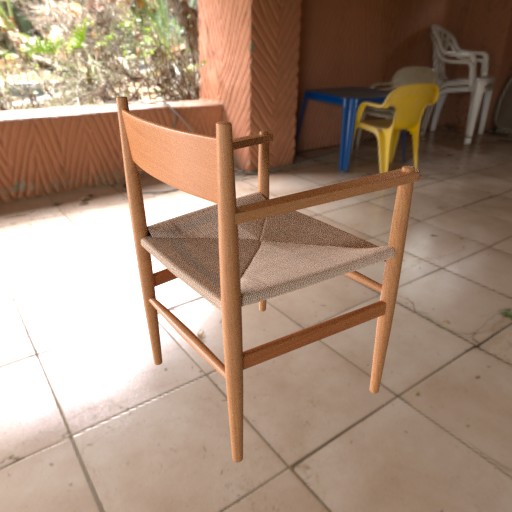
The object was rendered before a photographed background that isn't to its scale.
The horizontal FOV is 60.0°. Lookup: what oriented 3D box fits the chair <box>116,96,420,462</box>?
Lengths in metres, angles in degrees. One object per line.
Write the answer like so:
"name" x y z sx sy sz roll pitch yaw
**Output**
"chair" 0.000 0.000 1.132 0.495 0.762 0.556 -18 31 -32
